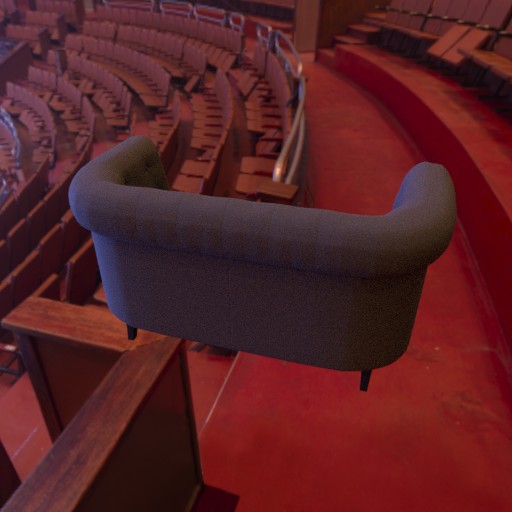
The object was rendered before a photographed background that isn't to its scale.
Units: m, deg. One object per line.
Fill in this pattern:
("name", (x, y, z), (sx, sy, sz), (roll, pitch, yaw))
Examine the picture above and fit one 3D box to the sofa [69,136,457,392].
("sofa", (0.000, 0.000, 1.993), (1.558, 0.827, 0.835), (9, 33, 14))
